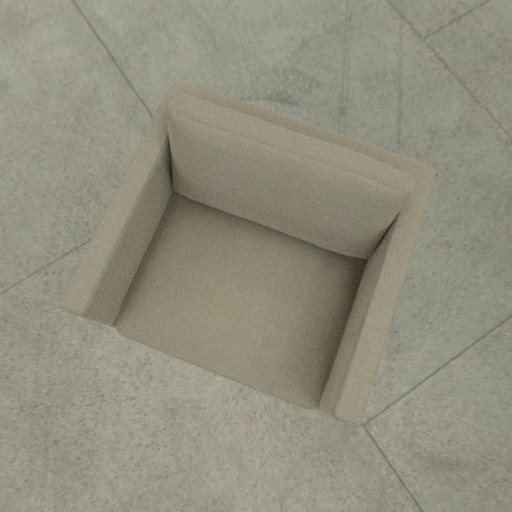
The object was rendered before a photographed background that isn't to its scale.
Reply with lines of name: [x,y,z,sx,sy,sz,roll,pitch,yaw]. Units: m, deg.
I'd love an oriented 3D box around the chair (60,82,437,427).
chair: [0.000,0.000,1.748,1.057,0.863,0.949,20,76,5]
